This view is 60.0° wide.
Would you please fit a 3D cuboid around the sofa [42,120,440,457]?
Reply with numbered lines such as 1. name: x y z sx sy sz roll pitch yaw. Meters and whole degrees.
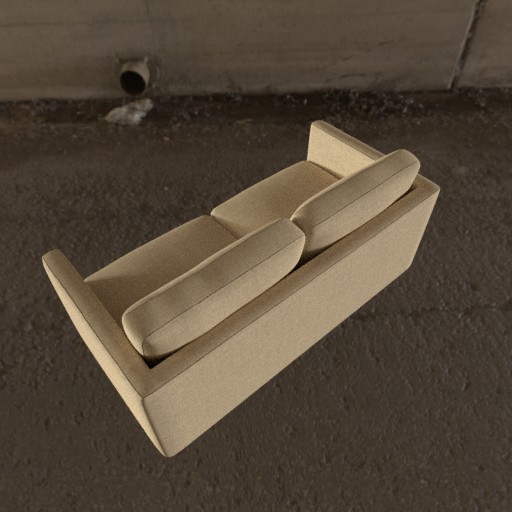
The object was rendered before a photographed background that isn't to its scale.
1. sofa: 0.000 0.000 2.422 1.884 0.963 0.950 -32 55 -26
